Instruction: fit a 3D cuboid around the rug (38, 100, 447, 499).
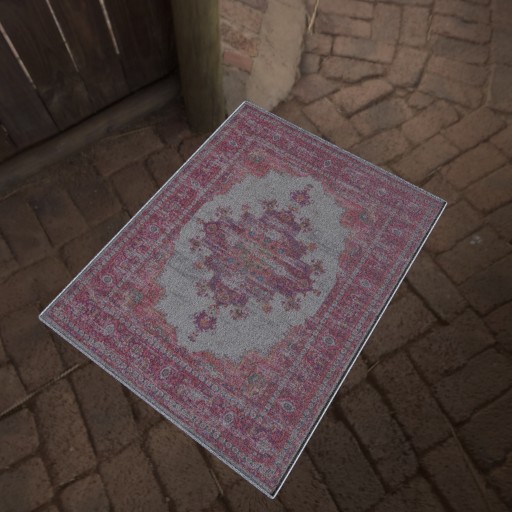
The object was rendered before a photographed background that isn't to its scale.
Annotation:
[{"bbox_3d":[0.000,0.000,4.100,2.447,0.017,3.123,31,67,15],"label":"rug"}]
